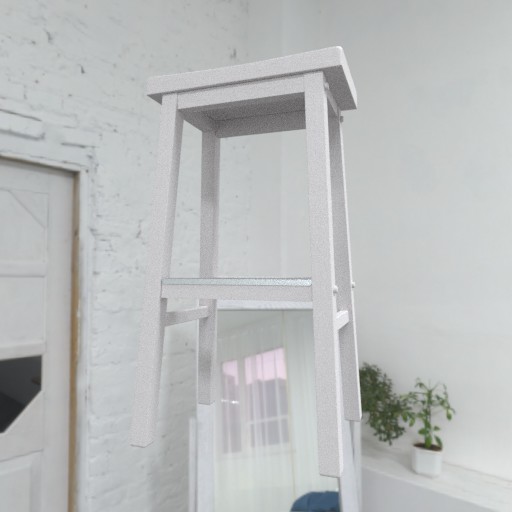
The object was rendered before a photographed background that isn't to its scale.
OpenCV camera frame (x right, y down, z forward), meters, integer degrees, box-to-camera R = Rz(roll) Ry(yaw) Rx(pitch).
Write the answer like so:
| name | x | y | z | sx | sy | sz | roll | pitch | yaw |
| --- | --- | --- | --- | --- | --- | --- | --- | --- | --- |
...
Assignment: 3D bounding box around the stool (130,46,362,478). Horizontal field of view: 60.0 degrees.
| name | x | y | z | sx | sy | sz | roll | pitch | yaw |
| --- | --- | --- | --- | --- | --- | --- | --- | --- | --- |
| stool | 0.000 | 0.000 | 0.954 | 0.406 | 0.742 | 0.322 | -1 | -2 | 20 |
